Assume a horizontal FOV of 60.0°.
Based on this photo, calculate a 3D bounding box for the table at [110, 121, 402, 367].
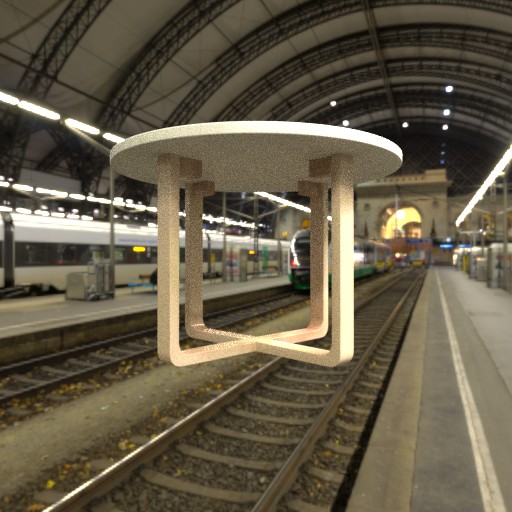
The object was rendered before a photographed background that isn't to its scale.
[{"bbox_3d":[0.000,0.000,0.958,0.600,0.400,0.600,0,0,0],"label":"table"}]
